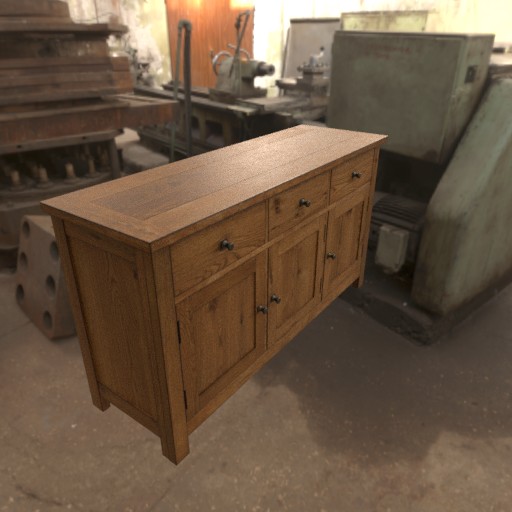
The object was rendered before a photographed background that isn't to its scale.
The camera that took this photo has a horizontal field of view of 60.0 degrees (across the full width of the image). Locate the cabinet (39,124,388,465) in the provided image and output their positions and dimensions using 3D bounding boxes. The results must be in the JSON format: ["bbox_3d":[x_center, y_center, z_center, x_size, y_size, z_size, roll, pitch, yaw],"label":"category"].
[{"bbox_3d":[0.000,0.000,1.874,0.480,0.813,1.474,18,32,32],"label":"cabinet"}]
